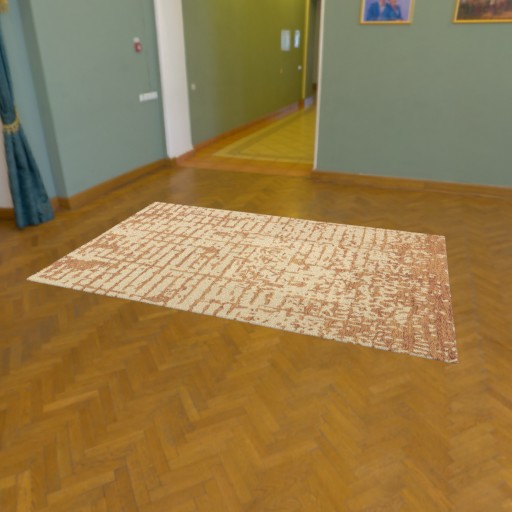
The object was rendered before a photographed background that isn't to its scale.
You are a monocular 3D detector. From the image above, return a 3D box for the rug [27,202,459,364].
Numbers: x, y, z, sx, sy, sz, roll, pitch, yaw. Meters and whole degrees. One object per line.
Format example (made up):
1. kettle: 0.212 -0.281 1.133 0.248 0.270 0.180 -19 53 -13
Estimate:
1. rug: 0.000 0.000 2.986 2.435 0.011 1.517 8 27 17
